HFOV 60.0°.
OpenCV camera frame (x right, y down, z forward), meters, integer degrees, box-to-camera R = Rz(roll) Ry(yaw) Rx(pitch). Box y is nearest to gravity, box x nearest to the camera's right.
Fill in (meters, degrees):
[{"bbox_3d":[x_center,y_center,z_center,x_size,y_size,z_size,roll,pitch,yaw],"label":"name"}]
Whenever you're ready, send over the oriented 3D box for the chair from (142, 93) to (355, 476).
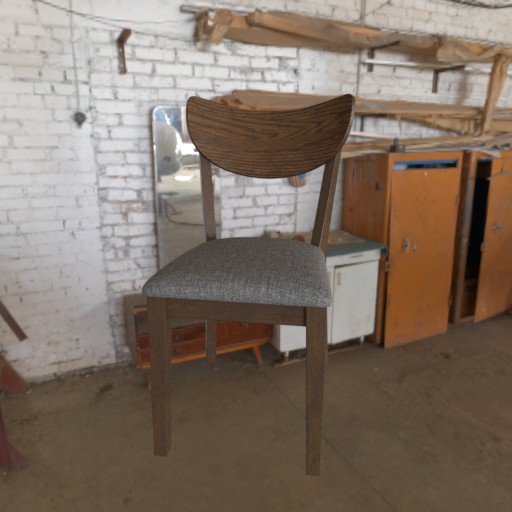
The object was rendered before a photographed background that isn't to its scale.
[{"bbox_3d":[0.000,0.000,1.189,0.491,0.849,0.583,3,16,10],"label":"chair"}]
